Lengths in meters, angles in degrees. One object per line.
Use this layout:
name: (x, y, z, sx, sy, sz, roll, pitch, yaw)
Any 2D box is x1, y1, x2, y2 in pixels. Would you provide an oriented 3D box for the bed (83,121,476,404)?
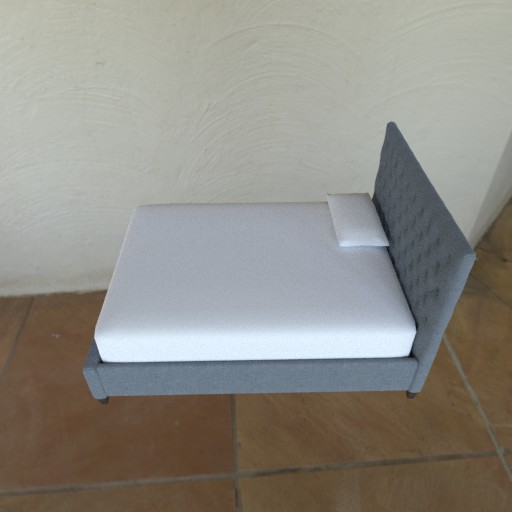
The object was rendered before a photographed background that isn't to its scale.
bed: (0.000, 0.000, 3.400, 2.335, 1.411, 1.698, -1, 41, -1)
